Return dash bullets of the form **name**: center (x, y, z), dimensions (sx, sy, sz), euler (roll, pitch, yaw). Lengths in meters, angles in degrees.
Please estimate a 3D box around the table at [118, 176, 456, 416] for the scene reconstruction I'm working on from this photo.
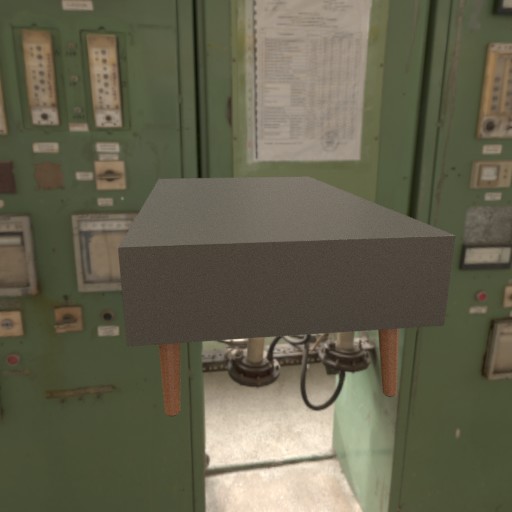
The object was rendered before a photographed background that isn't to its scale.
- **table**: center (0.000, 0.000, 1.513), dimensions (0.703, 0.404, 1.201), euler (-2, 16, -8)
